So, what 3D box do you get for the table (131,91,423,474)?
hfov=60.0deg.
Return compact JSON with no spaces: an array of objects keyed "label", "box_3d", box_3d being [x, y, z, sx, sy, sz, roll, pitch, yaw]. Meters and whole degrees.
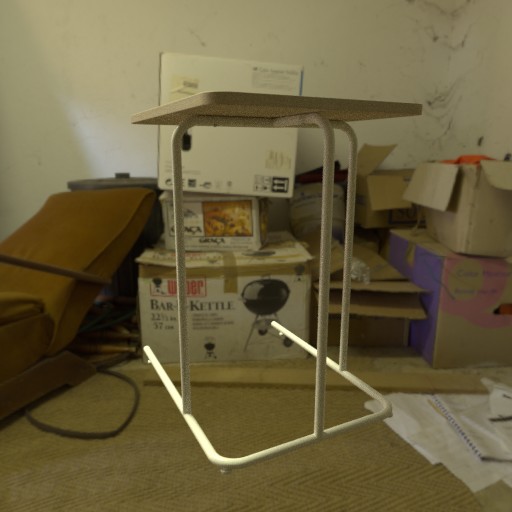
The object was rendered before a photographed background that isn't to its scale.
[{"label":"table","box_3d":[0.000,0.000,0.883,0.370,0.550,0.480,-7,15,-26]}]
